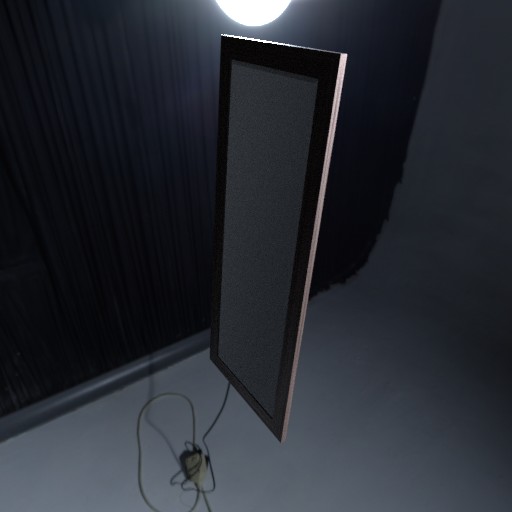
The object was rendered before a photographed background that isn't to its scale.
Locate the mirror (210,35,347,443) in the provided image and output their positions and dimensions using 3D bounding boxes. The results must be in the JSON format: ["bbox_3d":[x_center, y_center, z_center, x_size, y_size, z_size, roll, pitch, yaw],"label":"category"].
[{"bbox_3d":[0.000,0.000,2.328,0.221,2.020,0.812,-20,37,-29],"label":"mirror"}]
